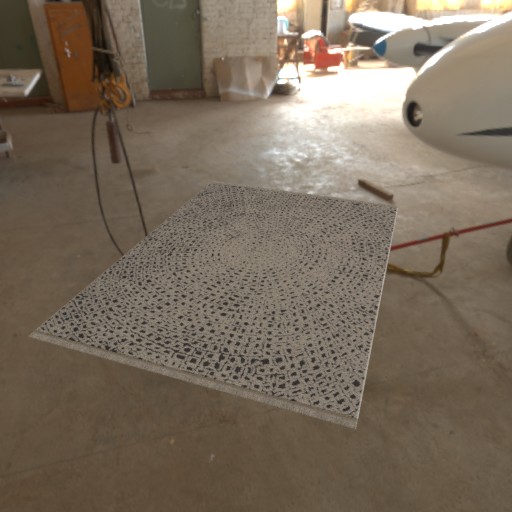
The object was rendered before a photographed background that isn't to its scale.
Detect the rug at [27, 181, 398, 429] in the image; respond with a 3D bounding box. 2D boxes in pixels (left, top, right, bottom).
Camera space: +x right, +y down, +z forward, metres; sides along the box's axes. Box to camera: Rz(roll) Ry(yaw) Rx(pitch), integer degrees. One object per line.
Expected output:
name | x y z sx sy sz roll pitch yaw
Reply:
rug | 0.000 0.000 2.107 1.190 0.003 1.634 10 32 17
